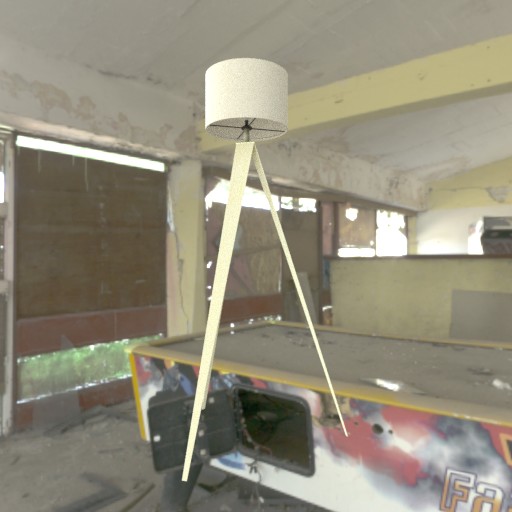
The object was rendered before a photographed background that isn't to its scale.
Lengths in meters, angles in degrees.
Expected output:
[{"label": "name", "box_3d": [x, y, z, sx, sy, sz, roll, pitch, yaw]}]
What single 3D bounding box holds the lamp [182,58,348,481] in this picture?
[{"label": "lamp", "box_3d": [0.000, 0.000, 1.939, 0.716, 1.524, 0.724, 0, -1, -16]}]
